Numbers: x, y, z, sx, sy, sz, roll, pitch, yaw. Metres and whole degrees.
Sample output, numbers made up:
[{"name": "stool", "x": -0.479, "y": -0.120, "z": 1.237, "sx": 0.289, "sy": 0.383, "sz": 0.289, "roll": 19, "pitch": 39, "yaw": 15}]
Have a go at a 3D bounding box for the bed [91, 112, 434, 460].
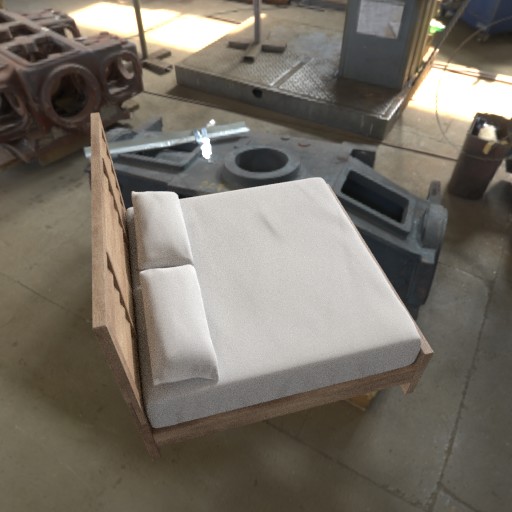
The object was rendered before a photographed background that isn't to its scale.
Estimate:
[{"name": "bed", "x": 0.000, "y": 0.000, "z": 3.439, "sx": 2.062, "sy": 1.626, "sz": 2.032, "roll": -11, "pitch": 47, "yaw": -10}]
